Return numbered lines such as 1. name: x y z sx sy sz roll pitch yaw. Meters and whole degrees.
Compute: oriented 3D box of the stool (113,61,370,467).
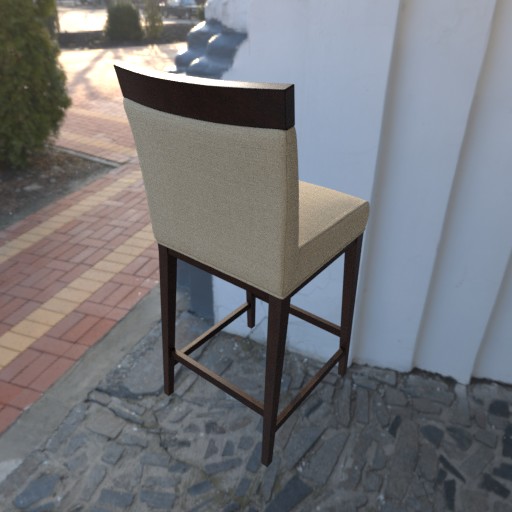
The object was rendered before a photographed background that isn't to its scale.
1. stool: 0.000 0.000 1.375 0.511 1.117 0.531 22 37 32
